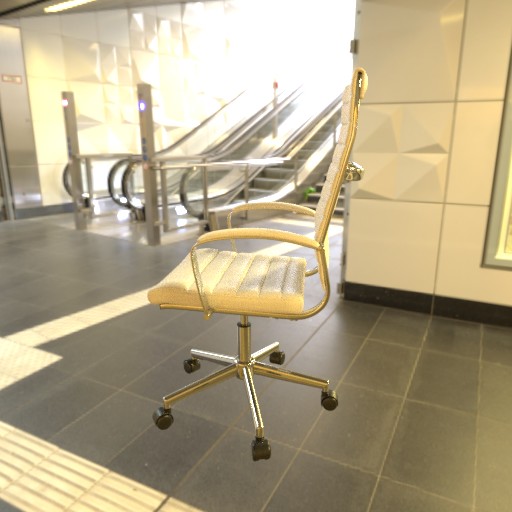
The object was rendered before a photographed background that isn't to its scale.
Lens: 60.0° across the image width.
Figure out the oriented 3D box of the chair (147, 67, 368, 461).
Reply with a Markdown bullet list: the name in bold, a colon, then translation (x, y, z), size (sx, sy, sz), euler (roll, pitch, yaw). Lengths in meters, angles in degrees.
- **chair**: translation (0.000, 0.000, 1.539), size (0.679, 1.149, 0.679), euler (2, 15, 7)
